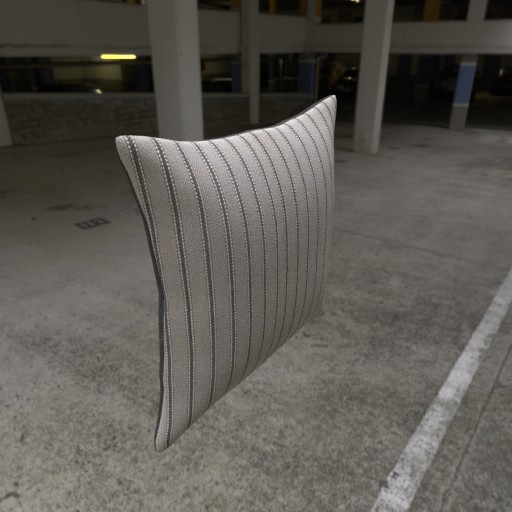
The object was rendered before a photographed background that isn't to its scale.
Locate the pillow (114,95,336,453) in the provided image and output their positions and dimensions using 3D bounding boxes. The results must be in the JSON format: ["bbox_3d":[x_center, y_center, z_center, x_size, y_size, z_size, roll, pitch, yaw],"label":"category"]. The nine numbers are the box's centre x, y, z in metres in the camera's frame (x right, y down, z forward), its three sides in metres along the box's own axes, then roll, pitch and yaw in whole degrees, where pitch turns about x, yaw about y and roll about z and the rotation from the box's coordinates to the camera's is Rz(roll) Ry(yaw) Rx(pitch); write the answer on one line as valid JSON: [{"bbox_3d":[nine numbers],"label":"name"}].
[{"bbox_3d":[0.000,0.000,0.697,0.138,0.444,0.468,18,30,33],"label":"pillow"}]
